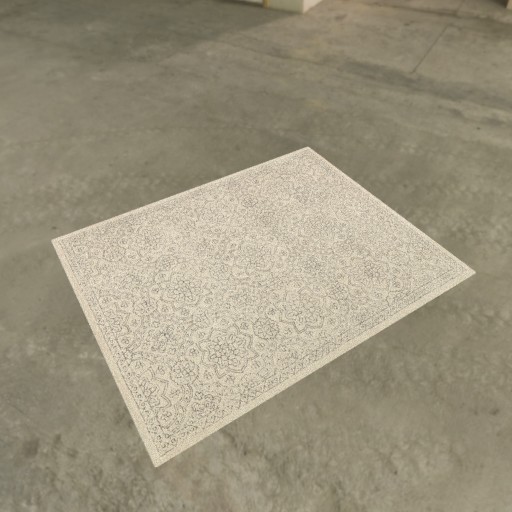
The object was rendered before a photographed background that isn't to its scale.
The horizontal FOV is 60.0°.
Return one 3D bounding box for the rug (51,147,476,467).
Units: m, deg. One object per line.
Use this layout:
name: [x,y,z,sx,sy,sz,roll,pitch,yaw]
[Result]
rug: [0.000,0.000,4.052,3.050,0.015,2.441,-25,50,-22]
